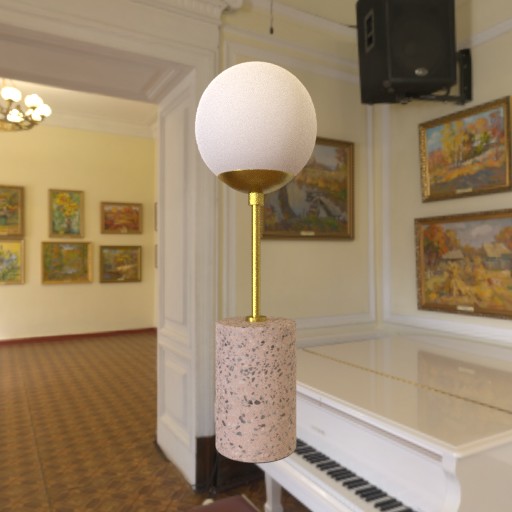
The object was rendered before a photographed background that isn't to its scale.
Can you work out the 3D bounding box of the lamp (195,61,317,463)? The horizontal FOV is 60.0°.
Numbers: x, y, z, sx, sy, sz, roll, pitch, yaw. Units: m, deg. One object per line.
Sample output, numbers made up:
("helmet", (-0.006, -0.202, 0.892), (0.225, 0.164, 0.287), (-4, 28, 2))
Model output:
("lamp", (0.000, 0.000, 0.563), (0.153, 0.480, 0.153), (0, 0, 0))
